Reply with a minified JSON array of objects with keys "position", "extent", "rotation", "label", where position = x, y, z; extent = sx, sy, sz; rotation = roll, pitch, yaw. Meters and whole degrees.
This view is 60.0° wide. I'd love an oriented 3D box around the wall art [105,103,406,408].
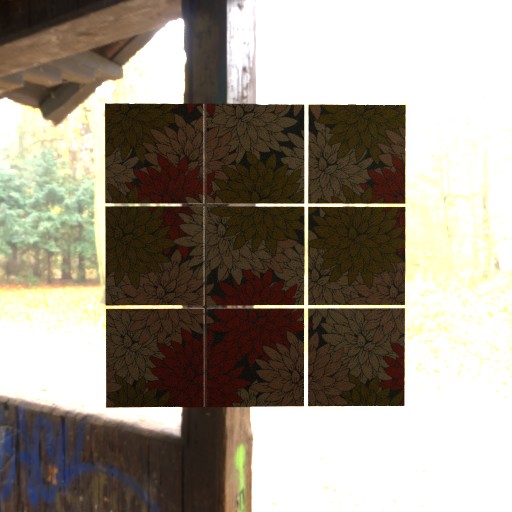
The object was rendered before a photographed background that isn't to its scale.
[{"position":[0.000,0.000,1.785],"extent":[1.206,1.218,0.013],"rotation":[0,1,-1],"label":"wall art"}]
